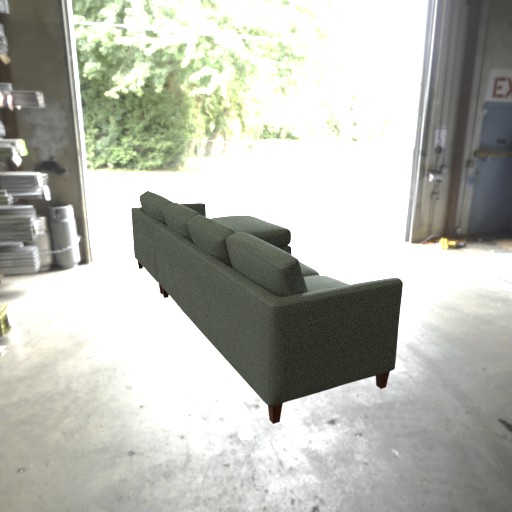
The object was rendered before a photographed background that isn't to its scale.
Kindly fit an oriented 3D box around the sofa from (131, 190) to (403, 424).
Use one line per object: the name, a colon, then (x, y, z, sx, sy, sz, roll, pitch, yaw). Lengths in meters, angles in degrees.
sofa: (0.000, 0.000, 4.151, 1.604, 0.950, 3.471, -8, 17, -26)
